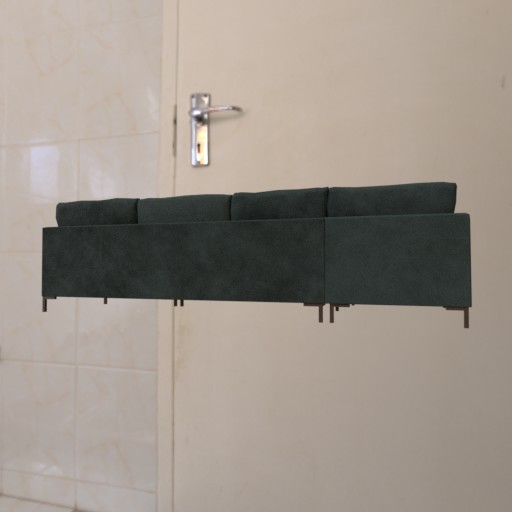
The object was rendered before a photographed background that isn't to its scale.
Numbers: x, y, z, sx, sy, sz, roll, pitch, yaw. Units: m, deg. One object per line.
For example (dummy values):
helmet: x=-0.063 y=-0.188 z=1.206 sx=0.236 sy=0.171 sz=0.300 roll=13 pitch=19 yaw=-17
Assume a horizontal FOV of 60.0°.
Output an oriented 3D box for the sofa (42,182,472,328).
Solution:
sofa: x=0.000 y=0.000 z=4.000 sx=3.400 sy=0.967 sz=1.500 roll=0 pitch=-1 yaw=18
